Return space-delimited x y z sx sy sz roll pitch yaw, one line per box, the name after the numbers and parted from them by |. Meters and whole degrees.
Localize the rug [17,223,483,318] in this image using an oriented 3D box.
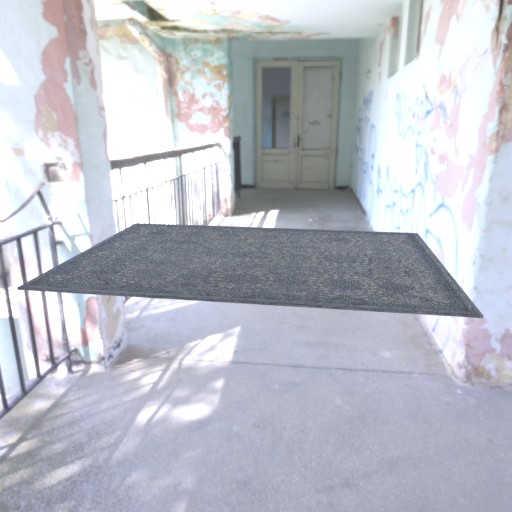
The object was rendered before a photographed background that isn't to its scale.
0.000 0.000 2.277 1.819 0.012 1.208 3 17 8 | rug
